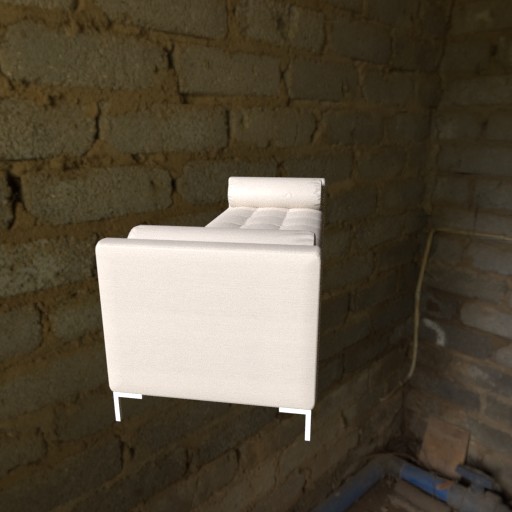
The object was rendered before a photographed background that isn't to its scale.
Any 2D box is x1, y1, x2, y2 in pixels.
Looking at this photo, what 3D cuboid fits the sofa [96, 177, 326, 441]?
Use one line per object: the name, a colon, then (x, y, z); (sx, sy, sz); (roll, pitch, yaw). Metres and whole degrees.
sofa: (0.000, 0.000, 2.300); (0.686, 0.635, 1.981); (2, 16, 9)
